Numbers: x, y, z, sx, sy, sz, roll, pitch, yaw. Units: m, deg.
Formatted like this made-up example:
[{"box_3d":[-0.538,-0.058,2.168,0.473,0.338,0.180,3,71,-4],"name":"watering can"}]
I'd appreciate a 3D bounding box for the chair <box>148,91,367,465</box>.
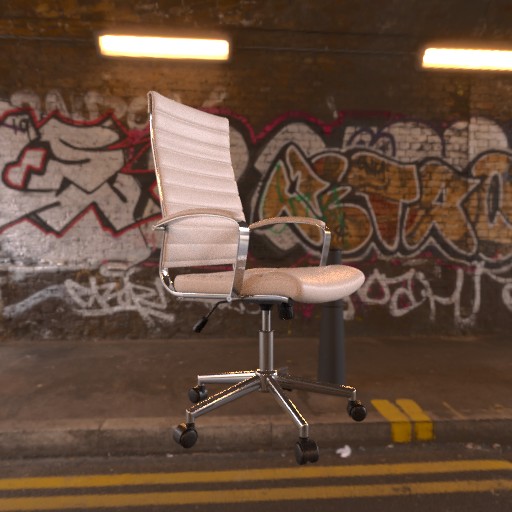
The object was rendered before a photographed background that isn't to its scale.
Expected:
[{"box_3d":[0.000,0.000,1.560,0.679,1.149,0.679,1,2,34],"name":"chair"}]
